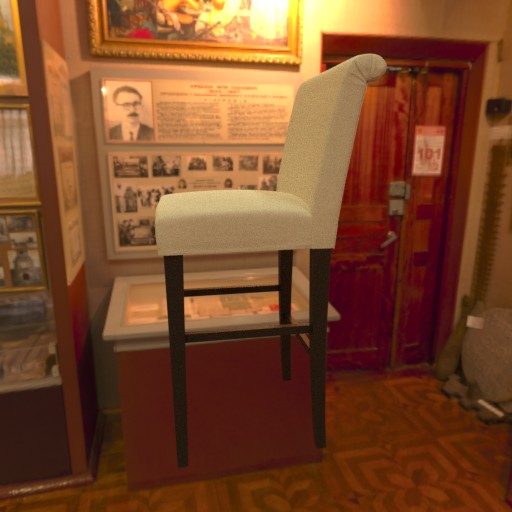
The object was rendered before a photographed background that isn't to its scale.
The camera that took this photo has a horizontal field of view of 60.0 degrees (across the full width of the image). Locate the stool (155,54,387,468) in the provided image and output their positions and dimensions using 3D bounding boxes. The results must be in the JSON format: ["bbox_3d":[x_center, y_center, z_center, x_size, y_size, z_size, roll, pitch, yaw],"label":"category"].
[{"bbox_3d":[0.000,0.000,1.402,0.597,1.124,0.452,-3,14,-10],"label":"stool"}]
